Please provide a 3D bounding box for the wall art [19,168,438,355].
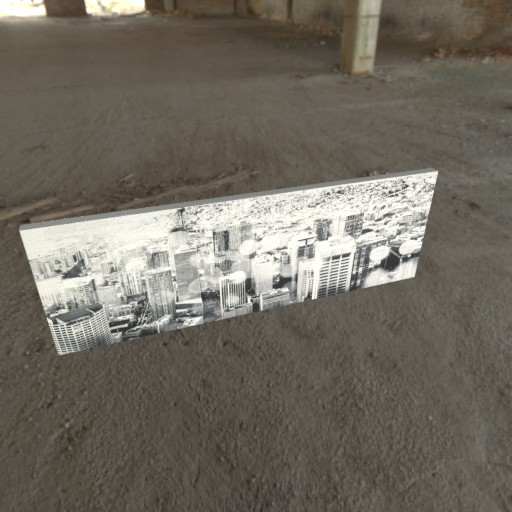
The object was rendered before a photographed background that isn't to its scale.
[{"bbox_3d":[0.000,0.000,1.692,1.520,0.507,0.044,-10,33,-16],"label":"wall art"}]
